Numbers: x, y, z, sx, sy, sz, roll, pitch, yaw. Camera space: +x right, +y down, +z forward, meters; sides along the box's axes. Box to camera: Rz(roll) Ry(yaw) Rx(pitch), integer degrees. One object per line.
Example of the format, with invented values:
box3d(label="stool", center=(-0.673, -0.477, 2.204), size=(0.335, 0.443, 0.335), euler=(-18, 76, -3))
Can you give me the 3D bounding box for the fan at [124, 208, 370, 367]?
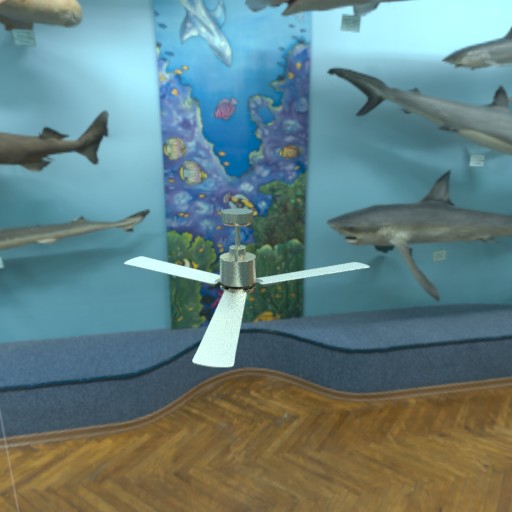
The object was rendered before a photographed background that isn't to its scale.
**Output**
box3d(label="fan", center=(0.000, 0.000, 2.362), size=(1.561, 0.446, 1.531), euler=(-2, 16, -8))
